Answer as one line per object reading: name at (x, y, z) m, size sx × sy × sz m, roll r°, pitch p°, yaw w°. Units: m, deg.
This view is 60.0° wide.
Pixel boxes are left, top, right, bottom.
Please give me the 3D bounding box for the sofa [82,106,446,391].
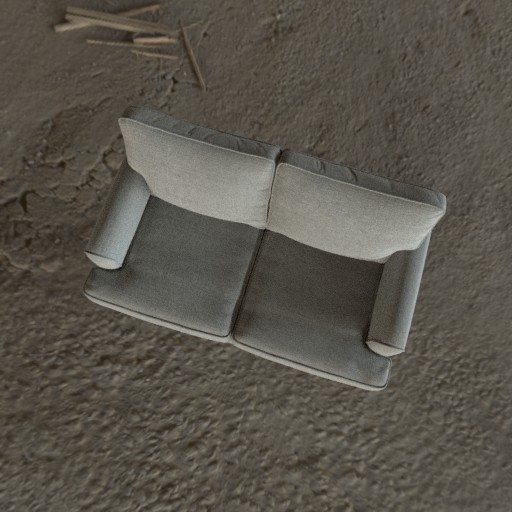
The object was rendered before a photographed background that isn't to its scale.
sofa at (0.000, 0.000, 2.313) m, size 1.651 × 0.965 × 0.965 m, roll 17°, pitch 76°, yaw 4°
